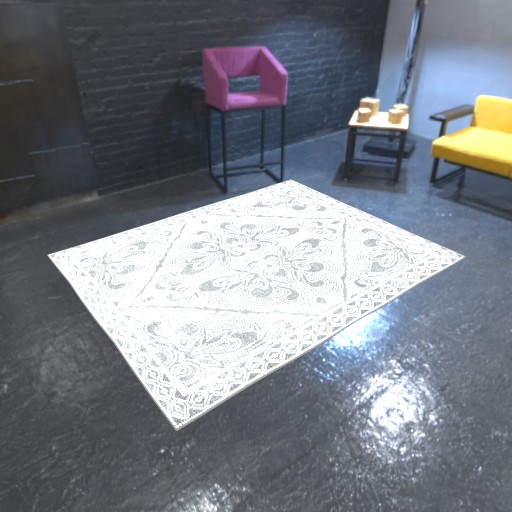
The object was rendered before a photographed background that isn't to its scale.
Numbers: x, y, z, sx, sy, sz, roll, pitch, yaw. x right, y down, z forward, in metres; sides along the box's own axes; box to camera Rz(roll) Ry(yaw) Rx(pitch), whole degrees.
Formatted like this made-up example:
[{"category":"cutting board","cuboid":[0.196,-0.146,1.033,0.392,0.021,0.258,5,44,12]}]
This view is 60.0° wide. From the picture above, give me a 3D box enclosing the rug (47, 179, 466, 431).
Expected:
[{"category":"rug","cuboid":[0.000,0.000,4.089,3.048,0.012,2.438,-22,38,-31]}]
